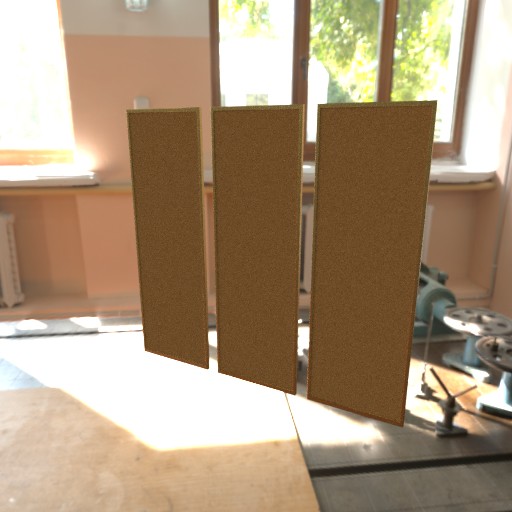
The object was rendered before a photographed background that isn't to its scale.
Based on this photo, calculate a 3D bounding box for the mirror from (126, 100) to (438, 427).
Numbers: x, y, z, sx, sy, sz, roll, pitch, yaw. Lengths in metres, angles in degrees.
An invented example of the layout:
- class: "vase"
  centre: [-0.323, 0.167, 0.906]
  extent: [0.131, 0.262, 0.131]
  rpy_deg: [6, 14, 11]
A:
- class: "mirror"
  centre: [0.000, 0.000, 1.441]
  extent: [1.011, 0.926, 0.023]
  rpy_deg: [8, 18, 27]
